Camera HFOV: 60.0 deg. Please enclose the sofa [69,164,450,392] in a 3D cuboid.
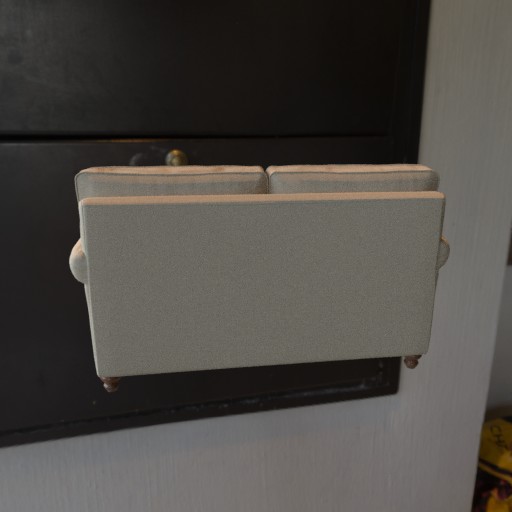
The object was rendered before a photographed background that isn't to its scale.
[{"bbox_3d":[0.000,0.000,2.268,1.665,0.937,0.964,-2,15,-8],"label":"sofa"}]
